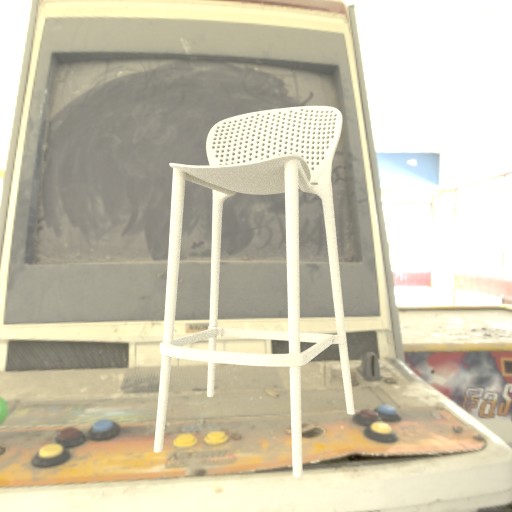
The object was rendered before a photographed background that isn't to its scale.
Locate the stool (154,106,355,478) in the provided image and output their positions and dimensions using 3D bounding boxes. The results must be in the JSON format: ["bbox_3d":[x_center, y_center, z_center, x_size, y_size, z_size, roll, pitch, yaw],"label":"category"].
[{"bbox_3d":[0.000,0.000,1.341,0.536,1.045,0.535,0,1,20],"label":"stool"}]
